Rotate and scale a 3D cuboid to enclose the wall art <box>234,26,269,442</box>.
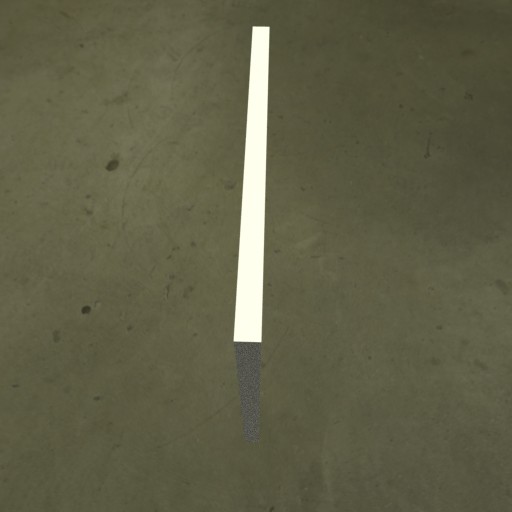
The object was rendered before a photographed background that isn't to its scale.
[{"bbox_3d":[0.000,0.000,1.134,0.038,0.762,0.762,1,58,1],"label":"wall art"}]
